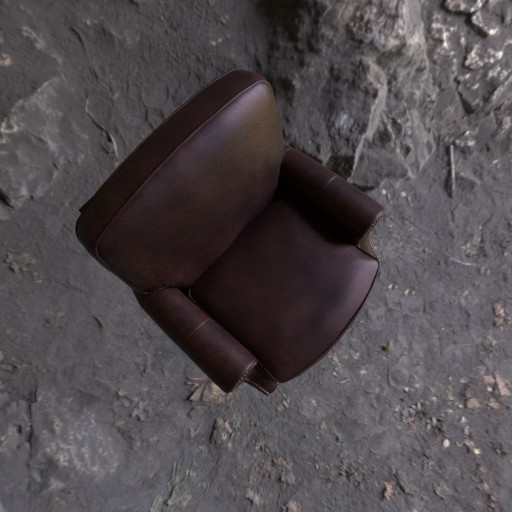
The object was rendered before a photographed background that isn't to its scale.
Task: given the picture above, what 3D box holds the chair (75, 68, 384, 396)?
[{"bbox_3d":[0.000,0.000,1.784,0.986,1.018,0.936,40,79,9],"label":"chair"}]
